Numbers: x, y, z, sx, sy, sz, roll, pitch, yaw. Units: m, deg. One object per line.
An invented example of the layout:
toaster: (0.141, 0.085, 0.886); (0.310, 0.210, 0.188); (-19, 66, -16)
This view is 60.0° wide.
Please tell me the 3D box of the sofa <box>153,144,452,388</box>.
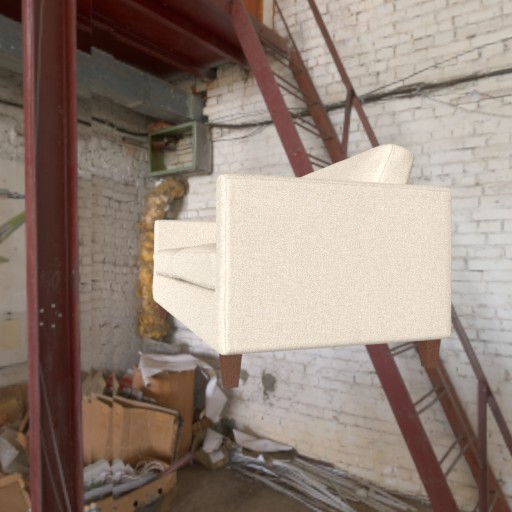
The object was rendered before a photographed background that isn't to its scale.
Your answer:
sofa: (0.000, 0.000, 2.485); (0.965, 0.889, 1.981); (0, 0, -19)
